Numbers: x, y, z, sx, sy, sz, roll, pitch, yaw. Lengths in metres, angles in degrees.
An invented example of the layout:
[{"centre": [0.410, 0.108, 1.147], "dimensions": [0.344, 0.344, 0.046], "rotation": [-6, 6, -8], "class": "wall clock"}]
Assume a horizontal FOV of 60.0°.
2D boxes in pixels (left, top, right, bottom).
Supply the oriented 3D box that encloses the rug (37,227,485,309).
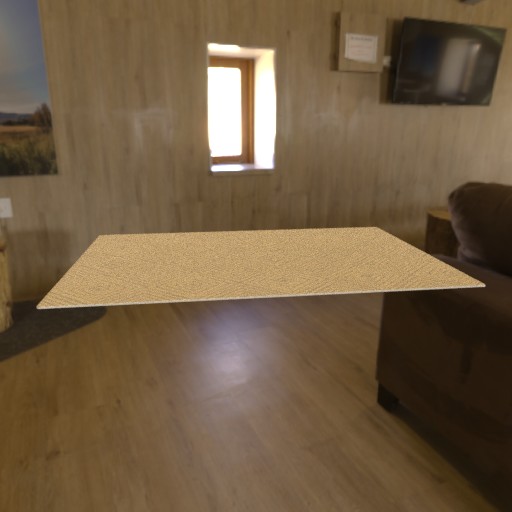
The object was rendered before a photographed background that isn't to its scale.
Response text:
[{"centre": [0.000, 0.000, 2.253], "dimensions": [1.753, 0.008, 1.143], "rotation": [-2, 16, -7], "class": "rug"}]
